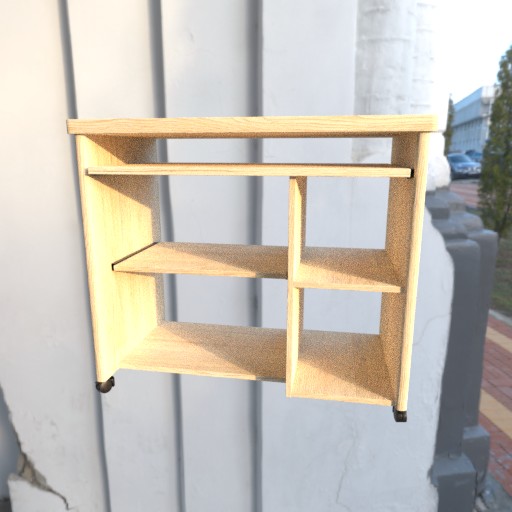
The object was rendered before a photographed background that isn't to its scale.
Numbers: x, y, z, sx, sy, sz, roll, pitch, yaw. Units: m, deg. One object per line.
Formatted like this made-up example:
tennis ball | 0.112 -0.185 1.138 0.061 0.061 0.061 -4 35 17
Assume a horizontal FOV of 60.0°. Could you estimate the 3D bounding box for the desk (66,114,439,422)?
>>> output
desk | 0.000 0.000 1.340 0.885 0.770 0.480 2 13 10
